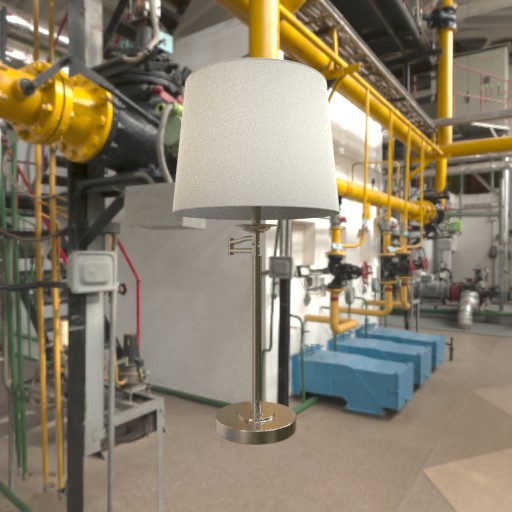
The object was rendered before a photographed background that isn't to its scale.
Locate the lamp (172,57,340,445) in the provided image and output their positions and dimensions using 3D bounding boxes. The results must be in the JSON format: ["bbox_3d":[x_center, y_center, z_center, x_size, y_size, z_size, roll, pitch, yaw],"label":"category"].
[{"bbox_3d":[0.000,0.000,0.895,0.333,0.696,0.333,0,1,0],"label":"lamp"}]
